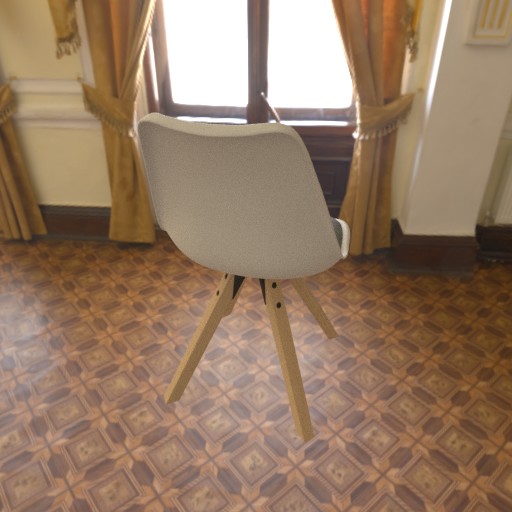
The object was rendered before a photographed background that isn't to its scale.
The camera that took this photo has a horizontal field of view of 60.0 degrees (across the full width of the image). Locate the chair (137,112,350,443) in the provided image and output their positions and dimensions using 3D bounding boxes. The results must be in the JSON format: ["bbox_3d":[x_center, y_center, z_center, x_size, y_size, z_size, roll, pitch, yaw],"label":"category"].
[{"bbox_3d":[0.000,0.000,1.204,0.485,0.850,0.550,9,32,15],"label":"chair"}]
